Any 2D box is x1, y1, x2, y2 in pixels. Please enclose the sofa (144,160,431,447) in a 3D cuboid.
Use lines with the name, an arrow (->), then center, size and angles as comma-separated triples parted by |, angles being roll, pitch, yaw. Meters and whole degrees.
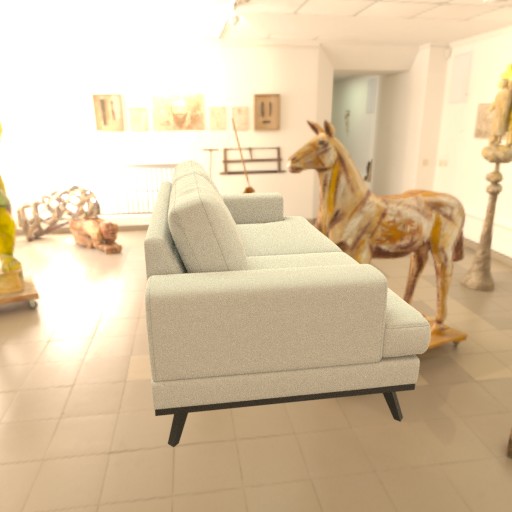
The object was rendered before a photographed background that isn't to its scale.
sofa -> 0.000, 0.000, 2.143 | 0.920, 0.810, 1.650 | -3, 18, -9
